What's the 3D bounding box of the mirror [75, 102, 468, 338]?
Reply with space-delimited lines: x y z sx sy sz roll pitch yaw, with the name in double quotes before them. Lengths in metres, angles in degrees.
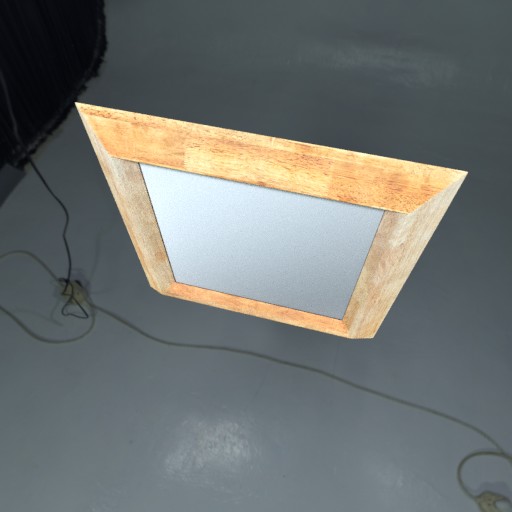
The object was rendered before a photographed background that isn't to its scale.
"mirror" 0.000 0.000 0.975 0.651 0.651 0.047 12 58 8
